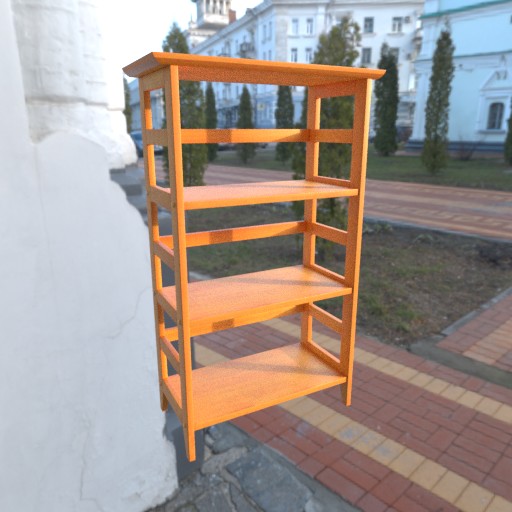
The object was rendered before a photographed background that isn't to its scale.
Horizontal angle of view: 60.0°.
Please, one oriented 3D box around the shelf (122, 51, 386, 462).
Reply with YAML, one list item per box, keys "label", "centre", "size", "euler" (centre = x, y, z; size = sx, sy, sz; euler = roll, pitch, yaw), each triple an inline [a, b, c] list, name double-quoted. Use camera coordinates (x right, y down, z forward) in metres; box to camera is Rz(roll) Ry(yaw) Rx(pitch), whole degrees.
- label: "shelf"
  centre: [0.000, 0.000, 1.363]
  size: [0.660, 1.067, 0.305]
  euler: [-8, 18, -27]
